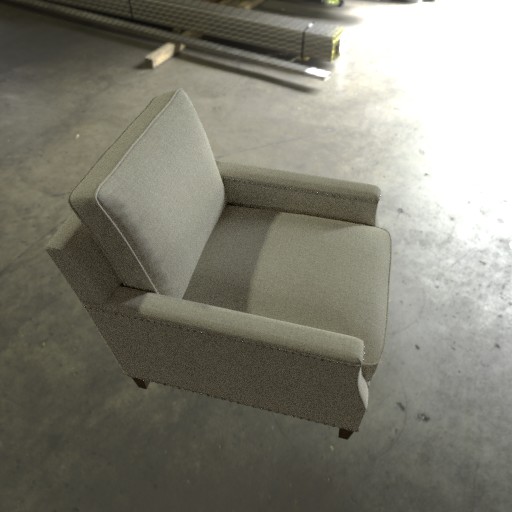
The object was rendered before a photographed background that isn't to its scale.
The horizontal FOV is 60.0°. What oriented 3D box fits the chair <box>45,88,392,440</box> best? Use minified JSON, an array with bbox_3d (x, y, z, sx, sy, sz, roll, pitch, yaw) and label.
[{"bbox_3d":[0.000,0.000,1.665,1.014,0.943,0.853,11,47,10],"label":"chair"}]
